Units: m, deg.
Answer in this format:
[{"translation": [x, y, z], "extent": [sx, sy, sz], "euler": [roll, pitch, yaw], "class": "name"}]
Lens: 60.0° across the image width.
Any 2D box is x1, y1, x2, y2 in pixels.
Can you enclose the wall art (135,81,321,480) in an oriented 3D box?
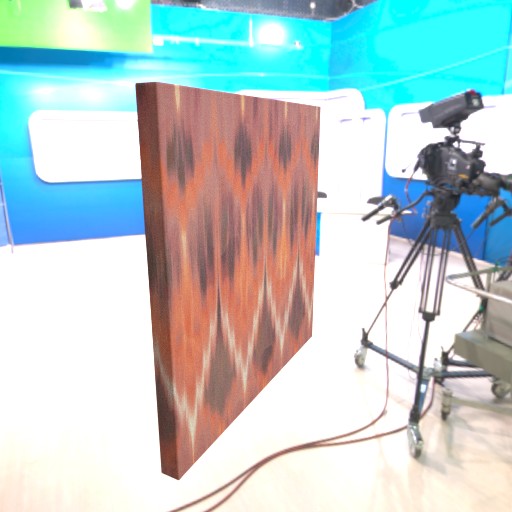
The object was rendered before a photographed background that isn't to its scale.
[{"translation": [0.000, 0.000, 0.904], "extent": [0.037, 0.609, 0.603], "euler": [8, 17, 27], "class": "wall art"}]
